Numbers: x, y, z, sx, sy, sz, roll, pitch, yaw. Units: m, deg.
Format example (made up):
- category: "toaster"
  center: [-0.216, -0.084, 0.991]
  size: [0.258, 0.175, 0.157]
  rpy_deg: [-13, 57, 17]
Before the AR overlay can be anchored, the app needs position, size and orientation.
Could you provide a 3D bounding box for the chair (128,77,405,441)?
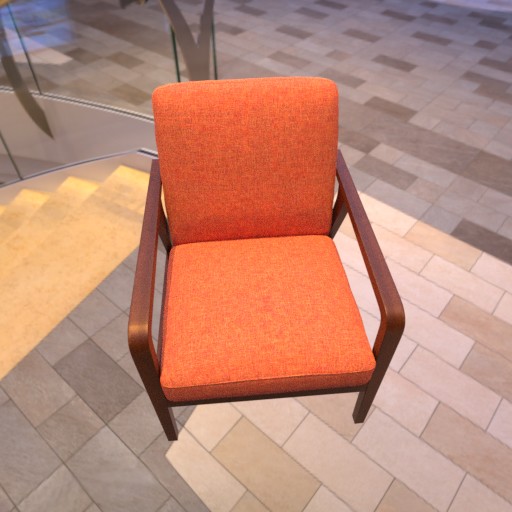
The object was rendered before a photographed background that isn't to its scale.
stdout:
- category: "chair"
  center: [0.000, 0.000, 1.478]
  size: [0.719, 0.890, 0.860]
  rpy_deg: [-4, 47, -4]
